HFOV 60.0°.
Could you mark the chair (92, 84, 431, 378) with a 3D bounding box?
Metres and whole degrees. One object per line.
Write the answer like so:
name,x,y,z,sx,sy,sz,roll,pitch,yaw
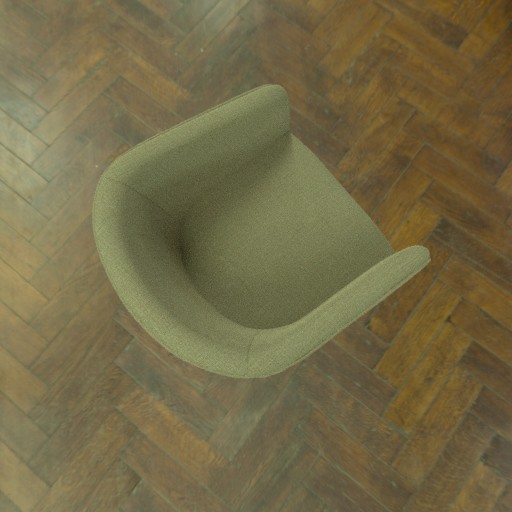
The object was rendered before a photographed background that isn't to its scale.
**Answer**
chair,0.000,0.000,1.217,0.616,0.775,0.584,-37,78,-9
